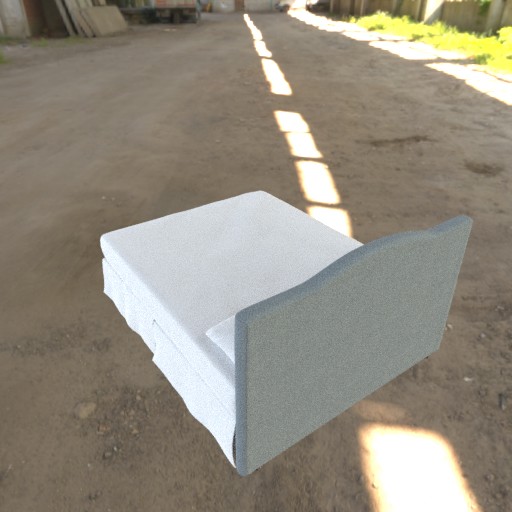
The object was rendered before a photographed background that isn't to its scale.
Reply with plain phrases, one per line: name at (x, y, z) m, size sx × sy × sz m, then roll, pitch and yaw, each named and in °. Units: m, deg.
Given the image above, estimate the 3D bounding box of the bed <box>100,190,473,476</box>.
bed at (0.000, 0.000, 4.007) m, size 2.161 × 1.457 × 2.689 m, roll -20°, pitch 36°, yaw -30°
